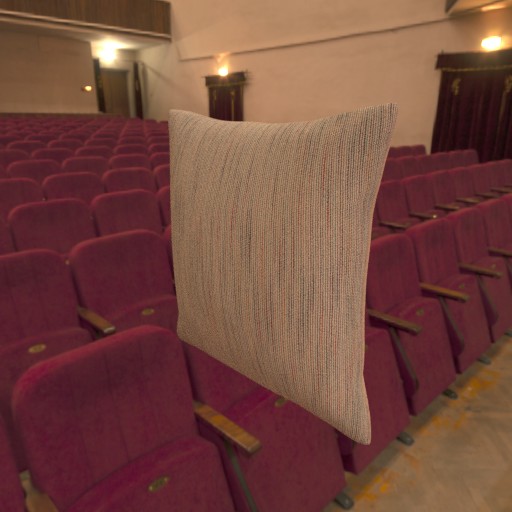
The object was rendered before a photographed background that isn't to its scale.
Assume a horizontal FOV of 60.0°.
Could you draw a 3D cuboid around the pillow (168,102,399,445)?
[{"bbox_3d":[0.000,0.000,0.792,0.178,0.506,0.512,-16,23,-42],"label":"pillow"}]
